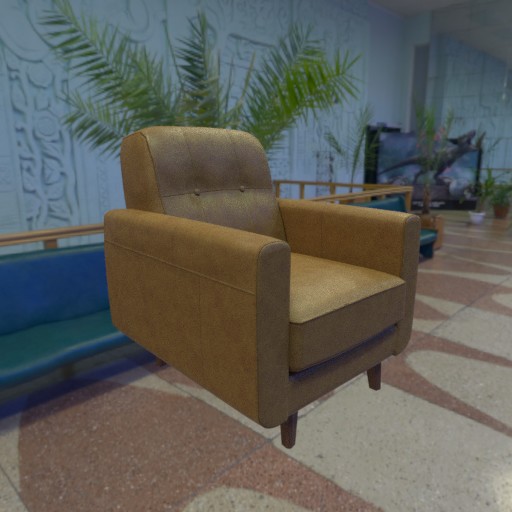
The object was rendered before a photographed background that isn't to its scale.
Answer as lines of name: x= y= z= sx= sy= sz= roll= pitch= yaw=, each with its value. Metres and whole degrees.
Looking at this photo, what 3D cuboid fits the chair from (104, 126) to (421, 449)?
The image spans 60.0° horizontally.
chair: x=0.000 y=0.000 z=1.683 sx=0.845 sy=0.968 sz=0.942 roll=-12 pitch=18 yaw=-42
